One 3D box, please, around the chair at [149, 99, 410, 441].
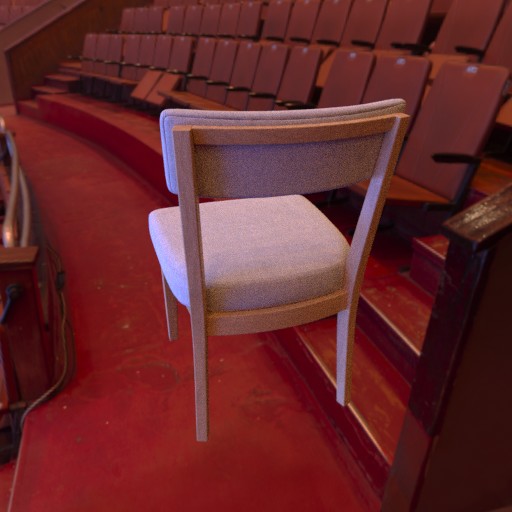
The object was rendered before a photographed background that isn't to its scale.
[{"bbox_3d":[0.000,0.000,1.182,0.508,0.832,0.572,-8,28,-16],"label":"chair"}]
